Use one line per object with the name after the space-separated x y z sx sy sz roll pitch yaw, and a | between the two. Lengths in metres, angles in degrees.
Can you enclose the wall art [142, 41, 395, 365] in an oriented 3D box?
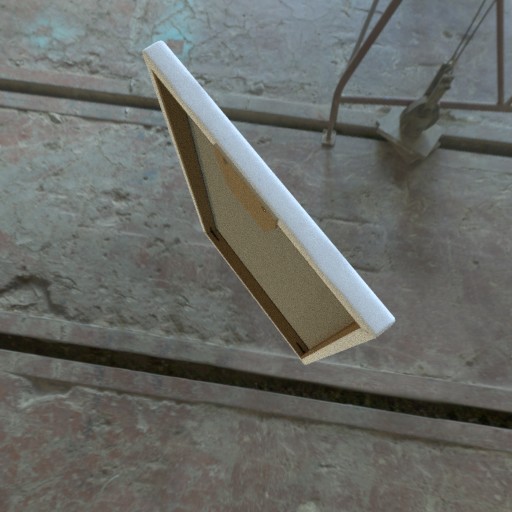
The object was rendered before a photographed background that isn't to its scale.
0.000 0.000 1.125 0.048 0.916 0.602 -36 77 -10 | wall art
